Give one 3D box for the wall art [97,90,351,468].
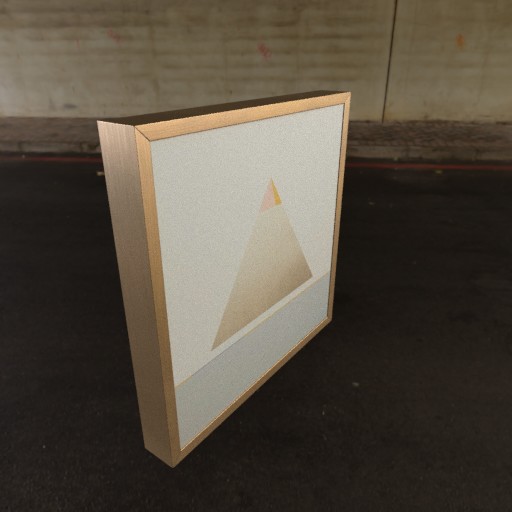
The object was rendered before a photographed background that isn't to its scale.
[{"bbox_3d":[0.000,0.000,0.461,0.038,0.303,0.305,18,30,33],"label":"wall art"}]
